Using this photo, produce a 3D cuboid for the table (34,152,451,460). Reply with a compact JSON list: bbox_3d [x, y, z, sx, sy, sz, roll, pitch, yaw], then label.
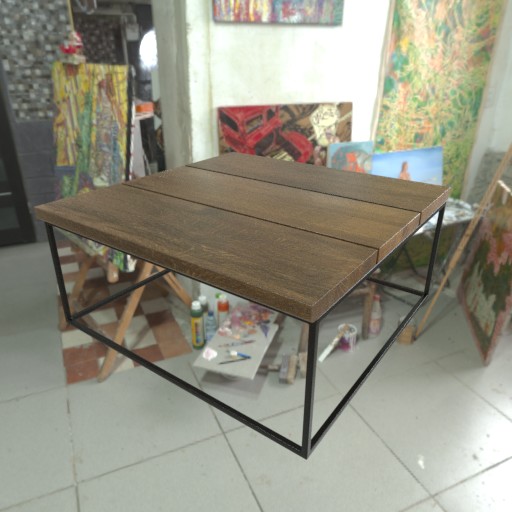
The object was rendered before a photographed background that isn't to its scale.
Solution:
[{"bbox_3d":[0.000,0.000,1.428,0.900,0.400,0.900,17,30,32],"label":"table"}]
